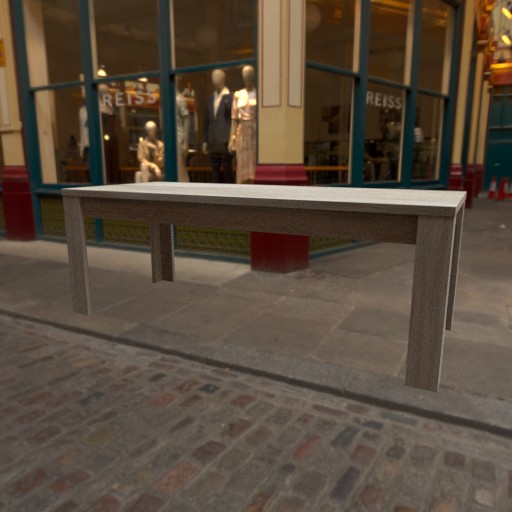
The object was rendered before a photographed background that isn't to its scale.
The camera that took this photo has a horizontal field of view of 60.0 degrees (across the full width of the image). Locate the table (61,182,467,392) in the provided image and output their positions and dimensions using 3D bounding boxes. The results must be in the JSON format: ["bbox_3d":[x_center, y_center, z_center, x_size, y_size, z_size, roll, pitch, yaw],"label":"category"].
[{"bbox_3d":[0.000,0.000,2.679,2.200,0.790,0.900,6,14,27],"label":"table"}]
